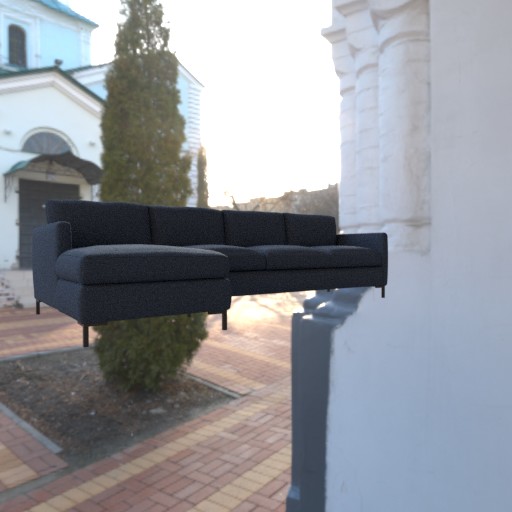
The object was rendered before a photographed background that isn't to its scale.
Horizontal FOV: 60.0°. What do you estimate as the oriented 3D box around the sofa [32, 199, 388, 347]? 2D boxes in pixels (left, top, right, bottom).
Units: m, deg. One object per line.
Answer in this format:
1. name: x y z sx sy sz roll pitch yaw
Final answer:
1. sofa: 0.000 0.000 2.826 2.445 0.673 1.125 -1 1 -36
